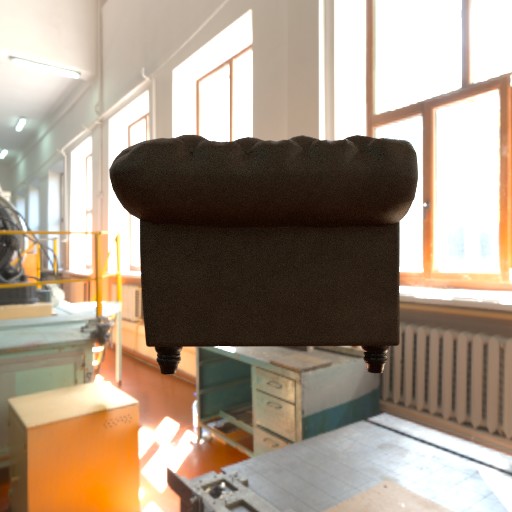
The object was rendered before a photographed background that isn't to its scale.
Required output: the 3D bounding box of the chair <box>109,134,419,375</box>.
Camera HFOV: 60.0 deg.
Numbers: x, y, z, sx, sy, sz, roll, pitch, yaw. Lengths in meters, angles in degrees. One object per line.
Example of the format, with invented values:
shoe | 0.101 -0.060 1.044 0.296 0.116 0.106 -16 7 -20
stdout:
chair | 0.000 0.000 1.908 0.954 0.784 1.298 0 0 -1
